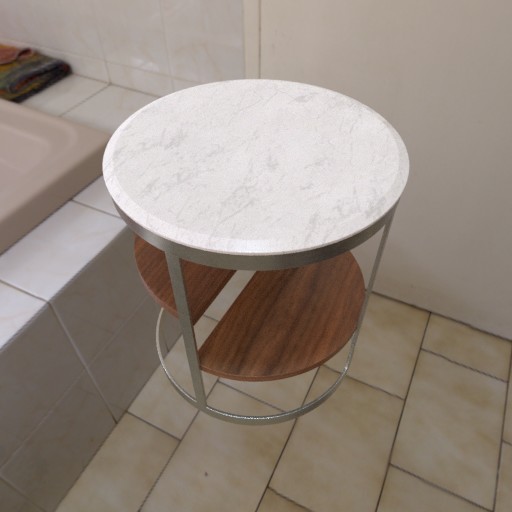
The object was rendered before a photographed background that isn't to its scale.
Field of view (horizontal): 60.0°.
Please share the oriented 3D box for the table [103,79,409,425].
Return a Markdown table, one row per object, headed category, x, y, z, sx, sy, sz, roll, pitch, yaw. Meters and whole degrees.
| category | x | y | z | sx | sy | sz | roll | pitch | yaw |
| --- | --- | --- | --- | --- | --- | --- | --- | --- | --- |
| table | 0.000 | 0.000 | 0.761 | 0.407 | 0.447 | 0.407 | 0 | 46 | 0 |
